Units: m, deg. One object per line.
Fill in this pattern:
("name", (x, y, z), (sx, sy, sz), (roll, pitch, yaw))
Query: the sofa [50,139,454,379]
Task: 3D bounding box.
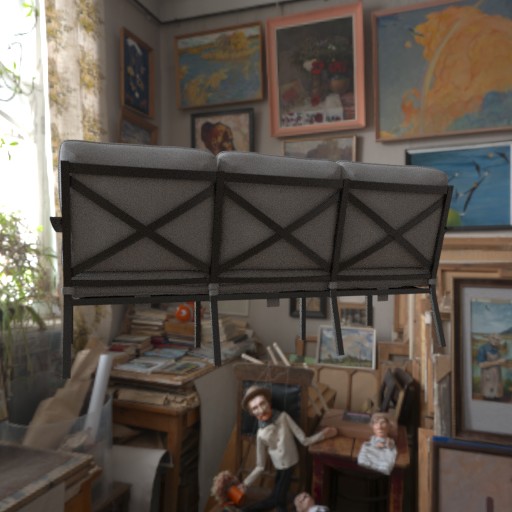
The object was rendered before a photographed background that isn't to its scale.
("sofa", (0.000, 0.000, 2.131), (1.740, 0.860, 0.787), (0, 0, -19))
